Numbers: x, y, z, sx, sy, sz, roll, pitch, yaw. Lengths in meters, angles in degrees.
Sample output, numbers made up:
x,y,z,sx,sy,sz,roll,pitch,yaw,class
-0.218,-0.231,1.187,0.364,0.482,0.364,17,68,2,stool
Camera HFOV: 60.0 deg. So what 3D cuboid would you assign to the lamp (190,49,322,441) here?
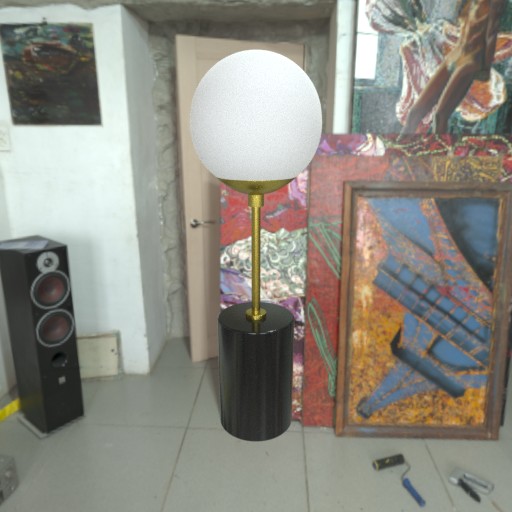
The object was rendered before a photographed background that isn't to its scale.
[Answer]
x,y,z,sx,sy,sz,roll,pitch,yaw,class
0.000,0.000,0.565,0.153,0.480,0.153,0,16,0,lamp
